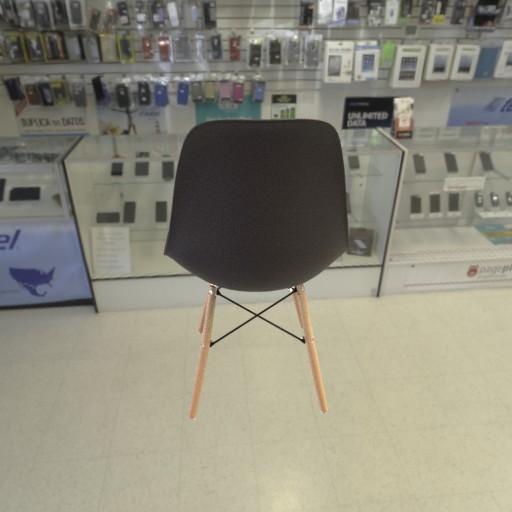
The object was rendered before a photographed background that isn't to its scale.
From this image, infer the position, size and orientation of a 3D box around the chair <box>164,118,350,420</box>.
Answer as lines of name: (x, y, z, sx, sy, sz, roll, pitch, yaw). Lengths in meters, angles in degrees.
chair: (0.000, 0.000, 1.159, 0.470, 0.825, 0.533, -2, 30, -3)
